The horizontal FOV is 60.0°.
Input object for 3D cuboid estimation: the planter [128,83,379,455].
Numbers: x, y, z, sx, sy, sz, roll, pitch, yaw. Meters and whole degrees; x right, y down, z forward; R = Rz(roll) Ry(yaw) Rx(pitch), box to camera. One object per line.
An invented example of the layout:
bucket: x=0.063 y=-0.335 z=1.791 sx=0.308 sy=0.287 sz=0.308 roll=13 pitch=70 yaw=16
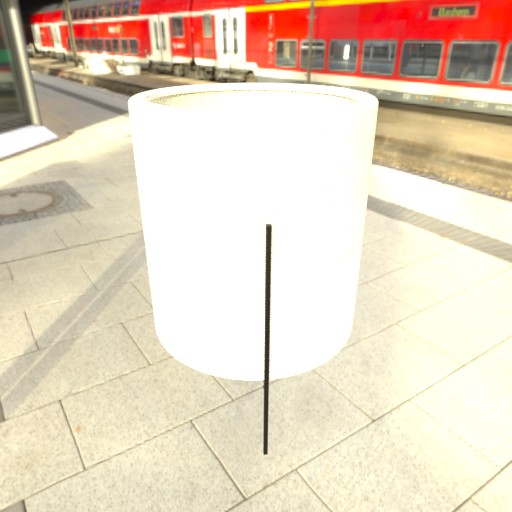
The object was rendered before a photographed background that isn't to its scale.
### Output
planter: x=0.000 y=0.000 z=0.698 sx=0.333 sy=0.483 sz=0.324 roll=-18 pitch=32 yaw=-32
